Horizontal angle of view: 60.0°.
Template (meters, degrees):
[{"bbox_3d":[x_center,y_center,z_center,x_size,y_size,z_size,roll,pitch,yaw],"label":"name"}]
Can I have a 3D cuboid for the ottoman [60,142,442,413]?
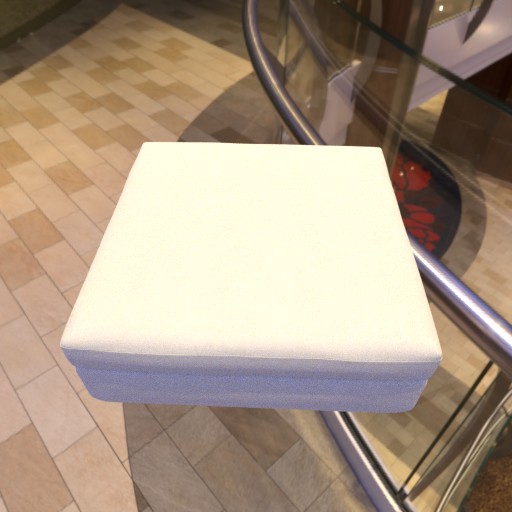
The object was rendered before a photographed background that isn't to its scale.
[{"bbox_3d":[0.000,0.000,1.803,1.167,0.482,1.163,2,45,2],"label":"ottoman"}]
